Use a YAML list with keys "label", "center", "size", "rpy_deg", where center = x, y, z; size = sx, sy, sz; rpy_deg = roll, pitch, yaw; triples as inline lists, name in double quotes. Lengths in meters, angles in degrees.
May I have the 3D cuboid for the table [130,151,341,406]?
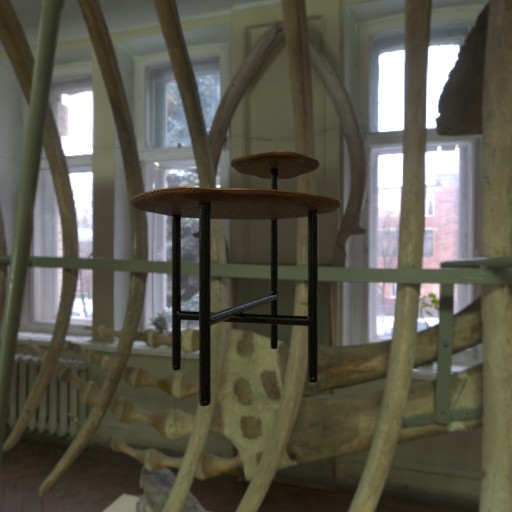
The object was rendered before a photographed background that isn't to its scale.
- label: "table"
  center: [0.000, 0.000, 1.104]
  size: [0.442, 0.538, 0.759]
  rpy_deg: [0, 0, 18]
